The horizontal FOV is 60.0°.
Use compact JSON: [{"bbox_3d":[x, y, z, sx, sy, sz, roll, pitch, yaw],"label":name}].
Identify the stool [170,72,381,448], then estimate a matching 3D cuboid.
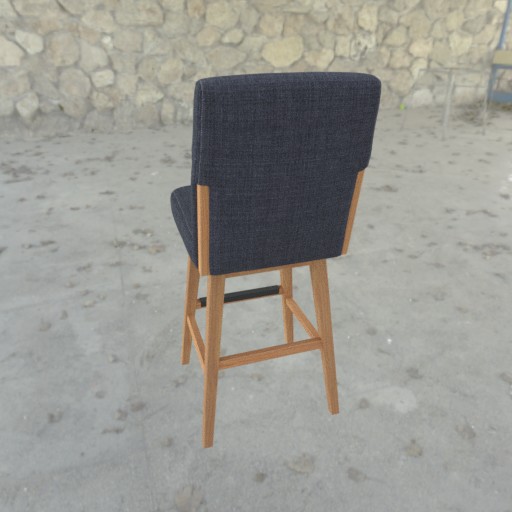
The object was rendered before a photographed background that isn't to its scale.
[{"bbox_3d":[0.000,0.000,1.405,0.483,1.112,0.570,-8,28,-16],"label":"stool"}]
